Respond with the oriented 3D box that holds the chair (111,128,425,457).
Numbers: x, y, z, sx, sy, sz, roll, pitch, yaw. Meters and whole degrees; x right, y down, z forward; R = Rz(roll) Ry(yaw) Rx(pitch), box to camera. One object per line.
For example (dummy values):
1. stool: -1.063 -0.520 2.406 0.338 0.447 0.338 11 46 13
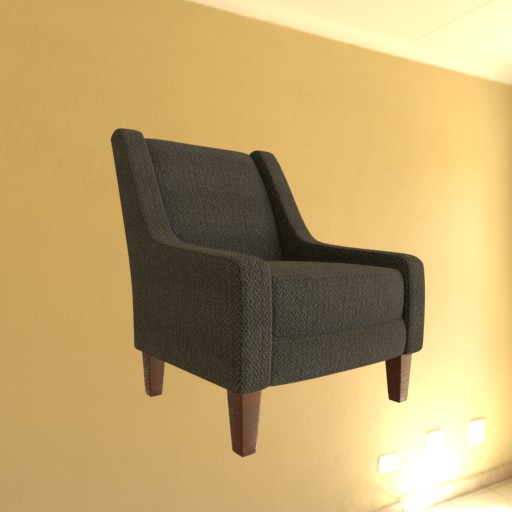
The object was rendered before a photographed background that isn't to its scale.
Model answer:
1. chair: 0.000 0.000 1.666 0.793 1.012 0.944 -1 1 -37
